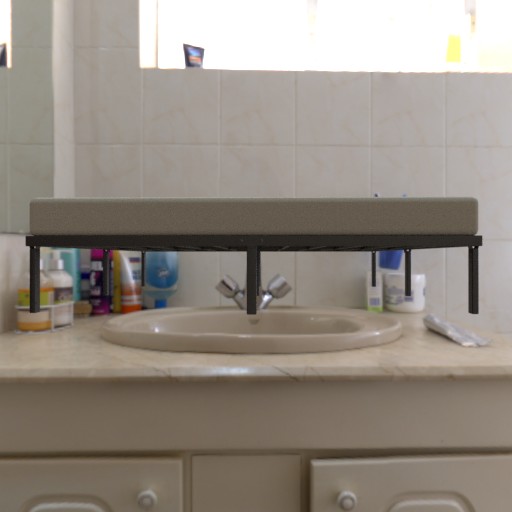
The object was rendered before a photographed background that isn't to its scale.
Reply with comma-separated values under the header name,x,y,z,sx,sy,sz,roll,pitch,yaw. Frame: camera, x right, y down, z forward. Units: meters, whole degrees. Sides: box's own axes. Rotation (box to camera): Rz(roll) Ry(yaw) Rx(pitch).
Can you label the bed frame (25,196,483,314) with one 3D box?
name,x,y,z,sx,sy,sz,roll,pitch,yaw
bed frame,0.000,0.000,3.799,2.635,0.680,2.526,0,0,1
